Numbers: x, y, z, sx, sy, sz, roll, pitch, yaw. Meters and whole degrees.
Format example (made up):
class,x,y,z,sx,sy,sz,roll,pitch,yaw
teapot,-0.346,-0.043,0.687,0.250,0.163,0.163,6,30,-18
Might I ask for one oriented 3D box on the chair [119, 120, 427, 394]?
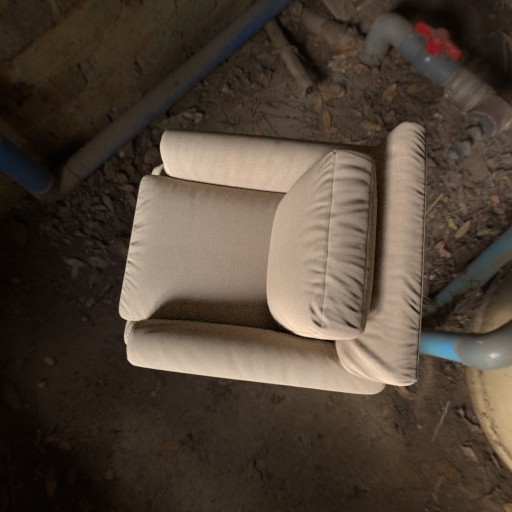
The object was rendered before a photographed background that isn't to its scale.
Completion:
class,x,y,z,sx,sy,sz,roll,pitch,yaw
chair,0.000,0.000,1.741,1.066,0.866,0.940,6,79,1
